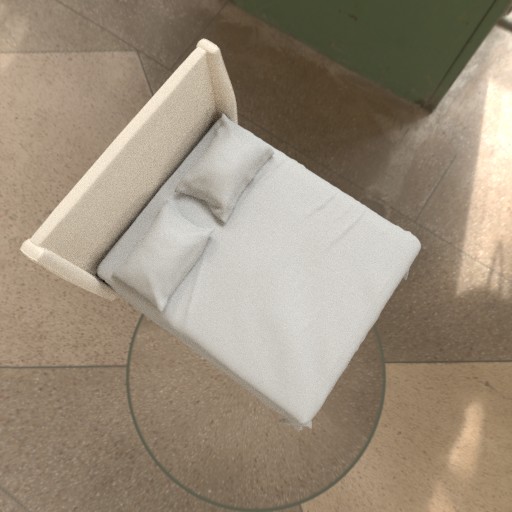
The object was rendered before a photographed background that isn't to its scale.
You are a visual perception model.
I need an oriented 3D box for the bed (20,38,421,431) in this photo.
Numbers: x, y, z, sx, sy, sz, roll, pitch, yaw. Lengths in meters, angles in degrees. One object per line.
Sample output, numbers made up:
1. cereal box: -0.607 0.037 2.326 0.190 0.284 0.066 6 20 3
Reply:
1. bed: 0.000 0.000 3.389 2.276 1.332 1.925 35 78 8
